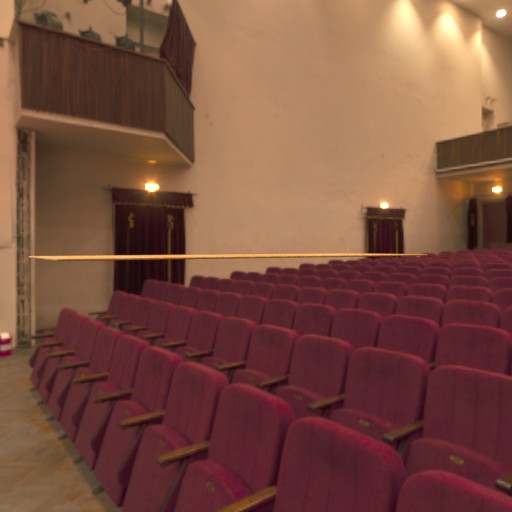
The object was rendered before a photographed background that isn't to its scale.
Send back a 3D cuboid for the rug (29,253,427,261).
[{"bbox_3d":[0.000,0.000,2.746,2.438,0.010,0.775,-1,1,-35],"label":"rug"}]
